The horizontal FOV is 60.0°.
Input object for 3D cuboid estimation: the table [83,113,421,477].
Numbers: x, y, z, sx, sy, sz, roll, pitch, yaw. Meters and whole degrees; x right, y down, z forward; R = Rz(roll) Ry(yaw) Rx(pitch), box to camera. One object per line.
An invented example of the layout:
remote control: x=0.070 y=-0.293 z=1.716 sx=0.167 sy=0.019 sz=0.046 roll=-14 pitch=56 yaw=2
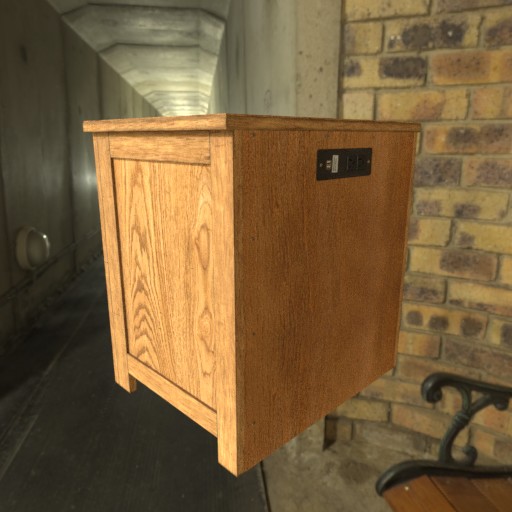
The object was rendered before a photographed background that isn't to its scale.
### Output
table: x=0.000 y=0.000 z=1.079 sx=0.601 sy=0.625 sz=0.494 roll=-14 pitch=21 yaw=-43
